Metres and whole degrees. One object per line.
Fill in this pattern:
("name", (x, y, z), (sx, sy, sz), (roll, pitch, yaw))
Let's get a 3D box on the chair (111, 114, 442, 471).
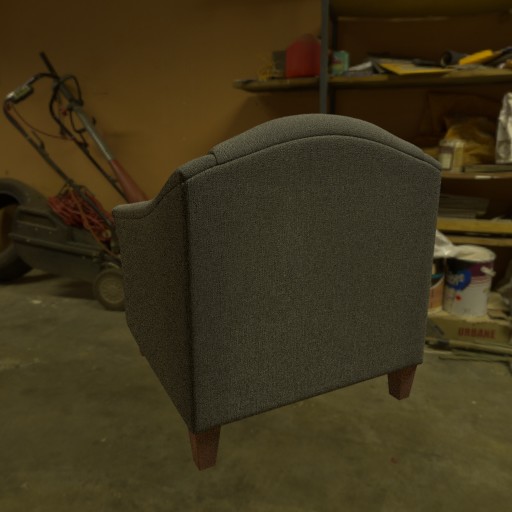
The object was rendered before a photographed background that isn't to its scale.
("chair", (0.000, 0.000, 1.438), (0.763, 0.839, 0.787), (-7, 16, -27))
